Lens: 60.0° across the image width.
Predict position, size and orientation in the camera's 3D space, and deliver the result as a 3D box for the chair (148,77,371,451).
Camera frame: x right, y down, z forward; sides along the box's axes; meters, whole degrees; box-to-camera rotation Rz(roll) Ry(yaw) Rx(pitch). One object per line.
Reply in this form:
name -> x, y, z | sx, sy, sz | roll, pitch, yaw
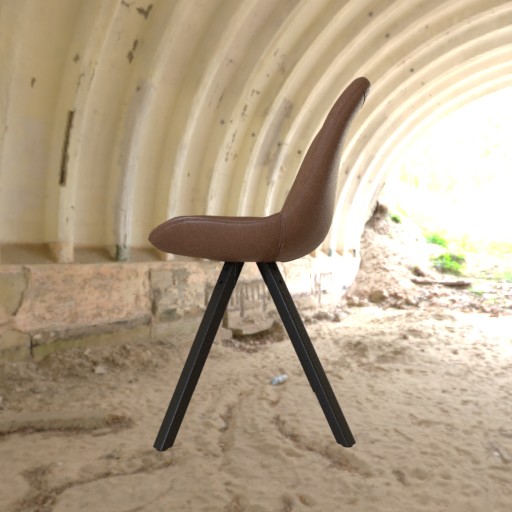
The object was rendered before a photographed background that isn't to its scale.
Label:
chair -> 0.000, 0.000, 1.176 | 0.550, 0.850, 0.475 | 0, 0, -1
